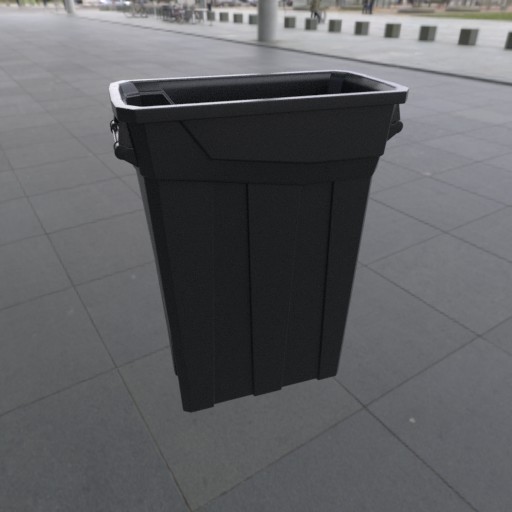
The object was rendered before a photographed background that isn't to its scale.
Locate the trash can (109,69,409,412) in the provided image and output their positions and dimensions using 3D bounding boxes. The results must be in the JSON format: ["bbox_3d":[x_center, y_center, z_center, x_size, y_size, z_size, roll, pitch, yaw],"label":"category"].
[{"bbox_3d":[0.000,0.000,1.046,0.559,0.762,0.281,-9,32,-15],"label":"trash can"}]
